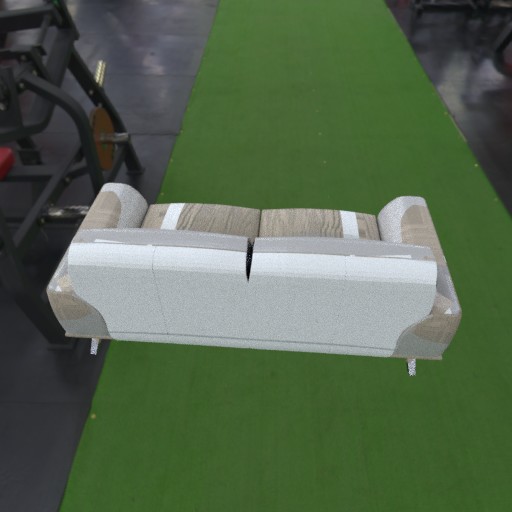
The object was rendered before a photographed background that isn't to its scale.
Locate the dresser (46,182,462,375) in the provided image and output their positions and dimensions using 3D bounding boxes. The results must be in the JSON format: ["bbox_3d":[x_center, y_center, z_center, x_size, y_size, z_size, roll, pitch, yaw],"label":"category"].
[{"bbox_3d":[0.000,0.000,5.859,4.679,1.863,2.251,3,44,3],"label":"dresser"}]
